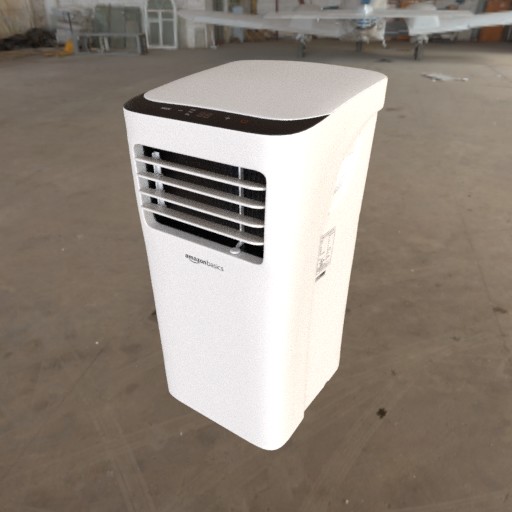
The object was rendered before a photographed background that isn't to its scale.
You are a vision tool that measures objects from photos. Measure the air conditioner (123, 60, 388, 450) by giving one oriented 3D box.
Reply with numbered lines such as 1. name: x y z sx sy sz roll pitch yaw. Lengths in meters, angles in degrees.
1. air conditioner: 0.000 0.000 0.924 0.352 0.716 0.369 19 35 29
